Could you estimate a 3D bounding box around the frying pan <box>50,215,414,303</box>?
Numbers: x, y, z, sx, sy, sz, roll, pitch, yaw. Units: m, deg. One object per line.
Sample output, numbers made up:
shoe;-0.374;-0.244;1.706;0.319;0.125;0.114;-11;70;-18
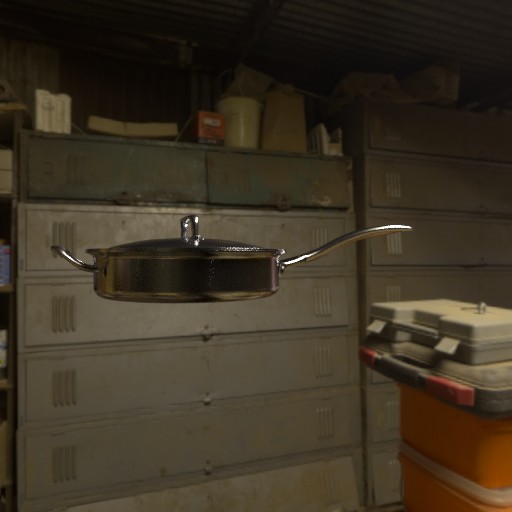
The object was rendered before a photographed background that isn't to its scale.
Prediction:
frying pan;0.000;0.000;0.670;0.561;0.114;0.280;0;0;-19
